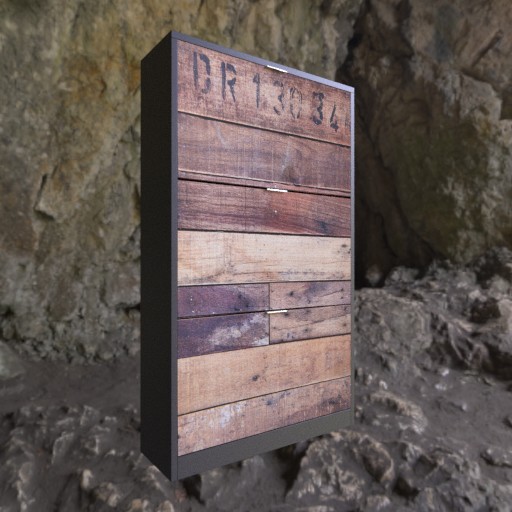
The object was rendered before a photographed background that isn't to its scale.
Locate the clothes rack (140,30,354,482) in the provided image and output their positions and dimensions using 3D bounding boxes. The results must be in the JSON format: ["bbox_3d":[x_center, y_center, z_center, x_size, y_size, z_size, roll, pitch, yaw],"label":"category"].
[{"bbox_3d":[0.000,0.000,1.564,0.750,1.280,0.250,0,0,-35],"label":"clothes rack"}]
